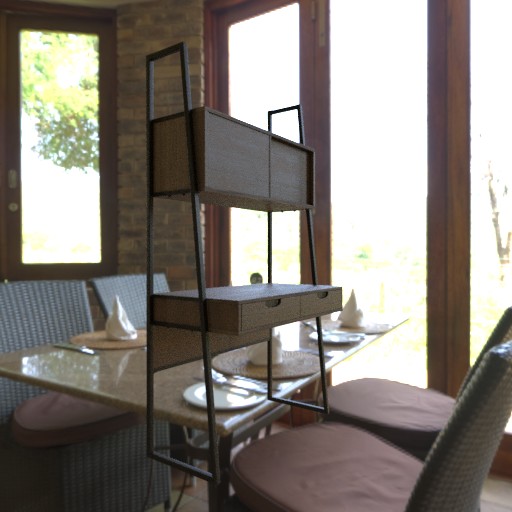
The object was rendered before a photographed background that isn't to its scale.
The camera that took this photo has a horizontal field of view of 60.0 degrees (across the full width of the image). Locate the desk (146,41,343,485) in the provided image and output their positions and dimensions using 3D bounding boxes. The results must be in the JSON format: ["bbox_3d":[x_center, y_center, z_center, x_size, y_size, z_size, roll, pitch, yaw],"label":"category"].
[{"bbox_3d":[0.000,0.000,2.241,0.515,1.809,0.982,0,0,36],"label":"desk"}]
